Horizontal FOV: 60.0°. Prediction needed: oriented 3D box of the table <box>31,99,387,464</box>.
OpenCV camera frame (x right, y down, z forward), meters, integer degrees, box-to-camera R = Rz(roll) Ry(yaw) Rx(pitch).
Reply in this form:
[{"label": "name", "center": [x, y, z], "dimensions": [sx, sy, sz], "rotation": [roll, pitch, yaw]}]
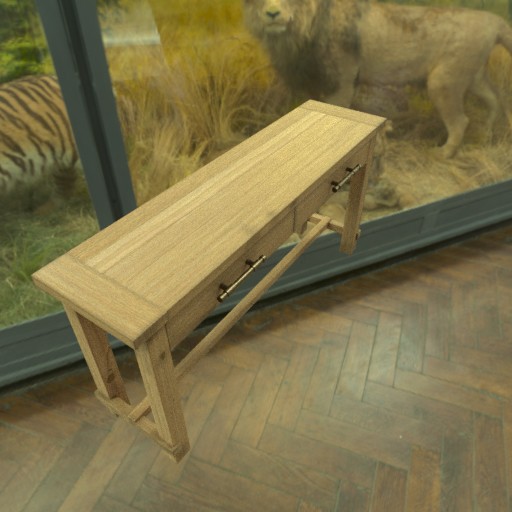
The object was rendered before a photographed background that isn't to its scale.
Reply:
[{"label": "table", "center": [0.000, 0.000, 1.899], "dimensions": [0.442, 0.762, 1.599], "rotation": [24, 46, 26]}]
